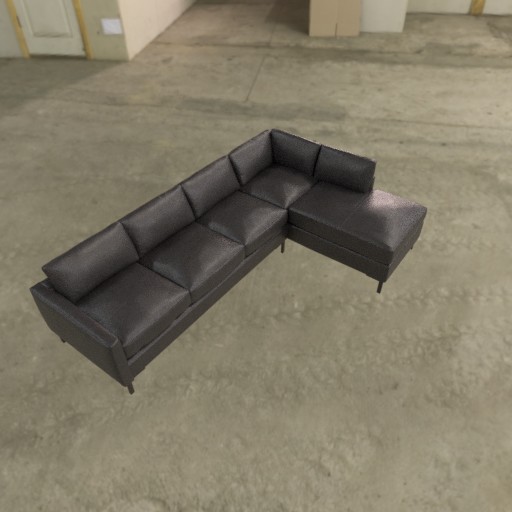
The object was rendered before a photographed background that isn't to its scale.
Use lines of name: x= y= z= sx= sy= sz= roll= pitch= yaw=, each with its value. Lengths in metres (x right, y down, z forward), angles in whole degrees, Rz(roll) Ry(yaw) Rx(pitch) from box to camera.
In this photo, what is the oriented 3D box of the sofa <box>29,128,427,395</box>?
sofa: x=0.000 y=0.000 z=3.824 sx=1.938 sy=0.877 sz=2.984 roll=26 pitch=47 yaw=27
